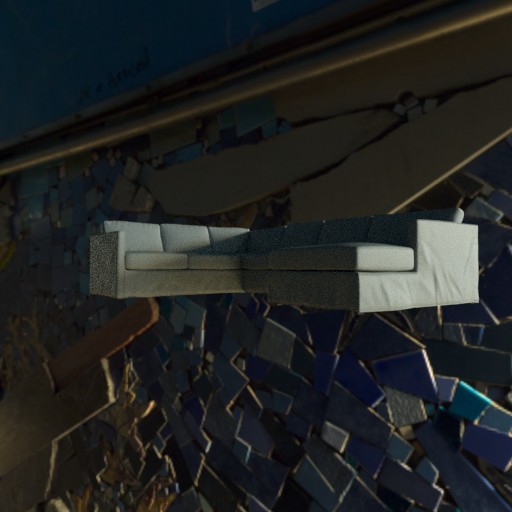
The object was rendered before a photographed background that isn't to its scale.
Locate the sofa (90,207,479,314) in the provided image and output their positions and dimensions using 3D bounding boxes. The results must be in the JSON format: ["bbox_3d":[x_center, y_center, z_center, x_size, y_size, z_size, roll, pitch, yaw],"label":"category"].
[{"bbox_3d":[0.000,0.000,4.596,2.427,0.882,3.460,1,-2,-36],"label":"sofa"}]
